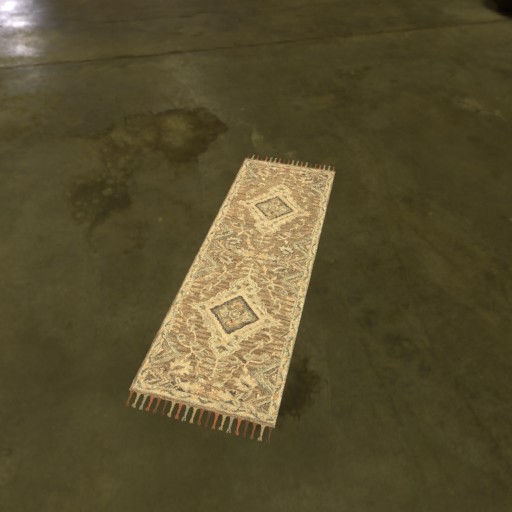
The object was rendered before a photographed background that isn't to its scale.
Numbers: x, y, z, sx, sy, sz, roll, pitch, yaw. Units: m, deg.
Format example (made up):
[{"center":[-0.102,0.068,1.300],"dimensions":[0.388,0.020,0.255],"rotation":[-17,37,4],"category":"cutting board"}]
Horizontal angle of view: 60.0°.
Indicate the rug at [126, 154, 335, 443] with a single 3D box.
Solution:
[{"center":[0.000,0.000,2.844],"dimensions":[1.324,0.018,2.378],"rotation":[23,50,21],"category":"rug"}]
